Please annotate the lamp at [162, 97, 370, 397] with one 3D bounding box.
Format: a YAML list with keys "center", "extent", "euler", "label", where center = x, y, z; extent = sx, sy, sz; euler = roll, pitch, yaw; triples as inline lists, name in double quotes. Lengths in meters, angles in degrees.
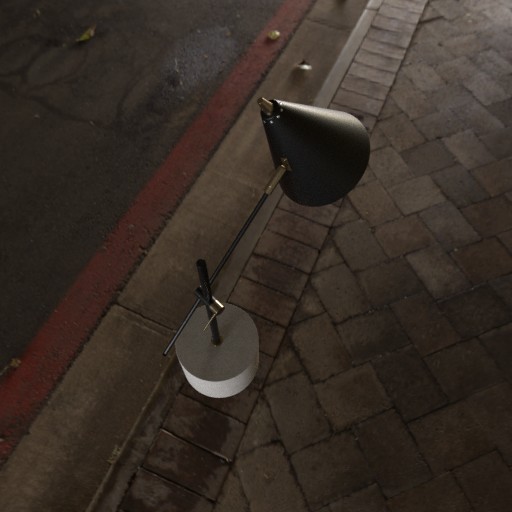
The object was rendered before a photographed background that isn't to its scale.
- center: [0.000, 0.000, 0.717]
  extent: [0.403, 0.518, 0.214]
  euler: [-30, 63, -17]
  label: "lamp"
